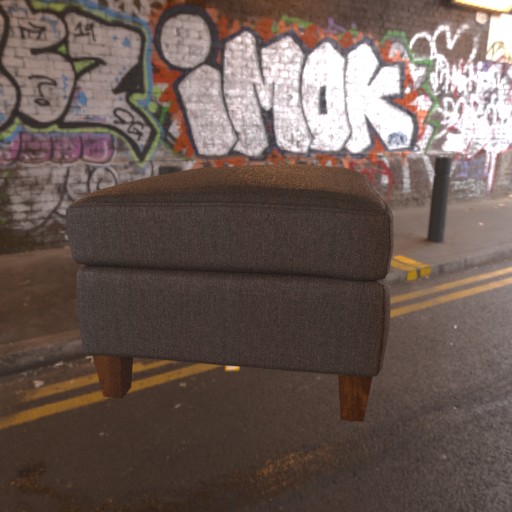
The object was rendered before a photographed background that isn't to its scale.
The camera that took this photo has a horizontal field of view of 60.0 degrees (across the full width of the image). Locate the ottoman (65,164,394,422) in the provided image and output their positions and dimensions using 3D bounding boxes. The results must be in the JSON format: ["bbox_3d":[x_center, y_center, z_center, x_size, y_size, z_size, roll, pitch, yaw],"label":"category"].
[{"bbox_3d":[0.000,0.000,1.224,0.639,0.496,0.826,2,15,9],"label":"ottoman"}]
